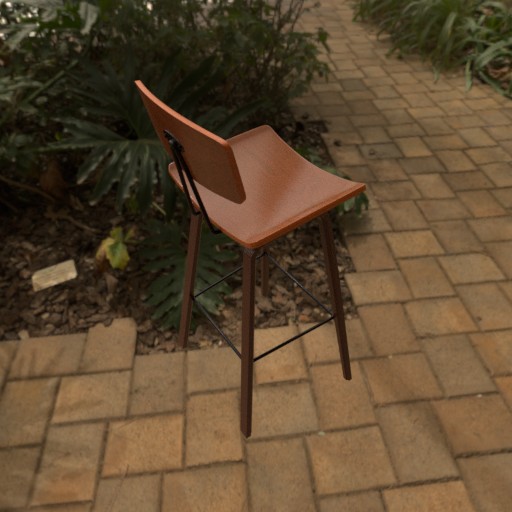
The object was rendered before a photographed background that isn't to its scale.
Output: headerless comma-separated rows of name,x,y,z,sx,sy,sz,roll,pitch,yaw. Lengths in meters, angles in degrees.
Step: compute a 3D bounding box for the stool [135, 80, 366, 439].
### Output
stool,0.000,0.000,1.251,0.440,0.969,0.509,-25,47,-26
